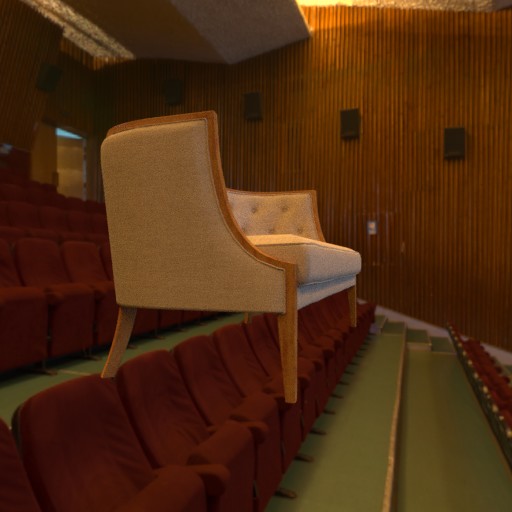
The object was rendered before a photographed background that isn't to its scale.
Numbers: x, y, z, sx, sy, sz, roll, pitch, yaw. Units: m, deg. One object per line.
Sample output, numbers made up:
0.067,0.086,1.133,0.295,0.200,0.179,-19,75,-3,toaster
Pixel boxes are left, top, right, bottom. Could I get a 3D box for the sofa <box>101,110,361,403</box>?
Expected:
0.000,0.000,1.928,0.770,0.775,1.474,0,-1,19,sofa
